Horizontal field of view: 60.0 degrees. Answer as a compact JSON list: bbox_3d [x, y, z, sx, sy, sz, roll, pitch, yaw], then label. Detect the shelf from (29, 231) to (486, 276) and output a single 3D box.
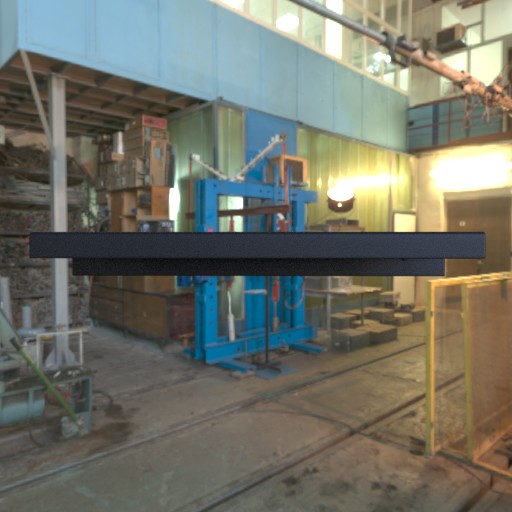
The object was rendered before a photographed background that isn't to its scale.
[{"bbox_3d":[0.000,0.000,0.492,0.456,0.053,0.102,0,2,1],"label":"shelf"}]
